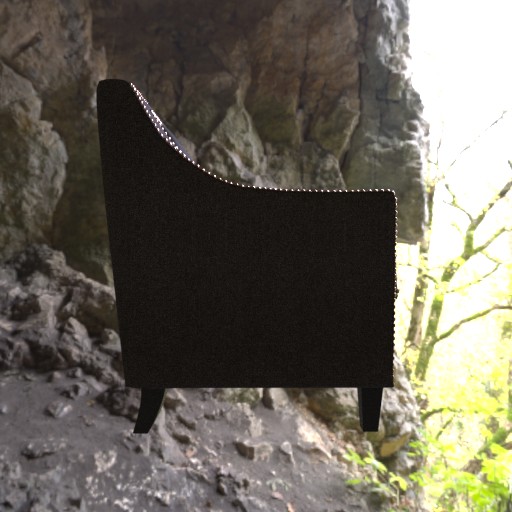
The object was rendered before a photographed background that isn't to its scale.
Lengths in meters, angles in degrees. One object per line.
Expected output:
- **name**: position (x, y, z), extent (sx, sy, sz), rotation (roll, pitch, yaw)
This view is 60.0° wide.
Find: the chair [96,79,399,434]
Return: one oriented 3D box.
- **chair**: position (0.000, 0.000, 1.569), extent (0.884, 0.967, 0.776), rotation (0, 0, 0)
